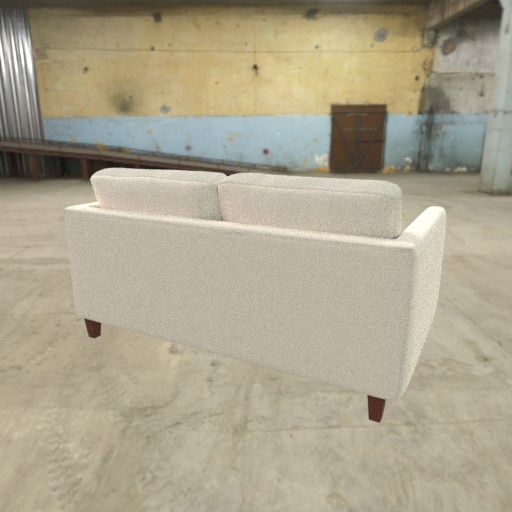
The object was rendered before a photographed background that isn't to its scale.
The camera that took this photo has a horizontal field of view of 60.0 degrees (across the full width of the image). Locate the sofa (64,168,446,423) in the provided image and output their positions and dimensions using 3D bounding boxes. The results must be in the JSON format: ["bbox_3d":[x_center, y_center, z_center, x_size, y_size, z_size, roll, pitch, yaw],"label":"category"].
[{"bbox_3d":[0.000,0.000,2.269,1.702,0.888,0.964,8,17,27],"label":"sofa"}]
